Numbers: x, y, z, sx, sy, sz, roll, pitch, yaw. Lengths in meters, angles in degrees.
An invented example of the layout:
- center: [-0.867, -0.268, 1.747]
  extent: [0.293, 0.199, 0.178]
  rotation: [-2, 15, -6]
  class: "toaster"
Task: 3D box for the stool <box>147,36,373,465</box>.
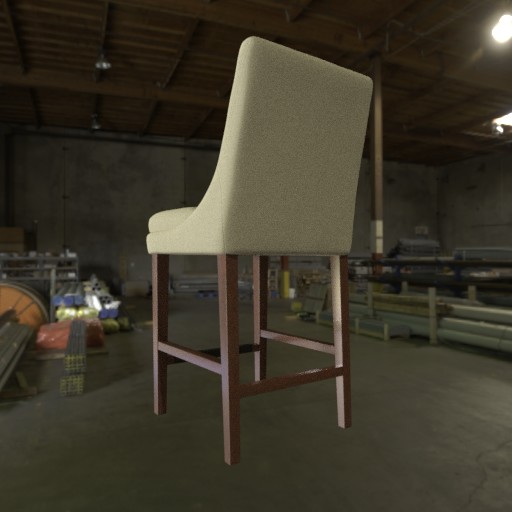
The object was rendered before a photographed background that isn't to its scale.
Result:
- center: [0.000, 0.000, 1.305]
  extent: [0.470, 0.981, 0.577]
  rotation: [0, 0, -36]
  class: "stool"
